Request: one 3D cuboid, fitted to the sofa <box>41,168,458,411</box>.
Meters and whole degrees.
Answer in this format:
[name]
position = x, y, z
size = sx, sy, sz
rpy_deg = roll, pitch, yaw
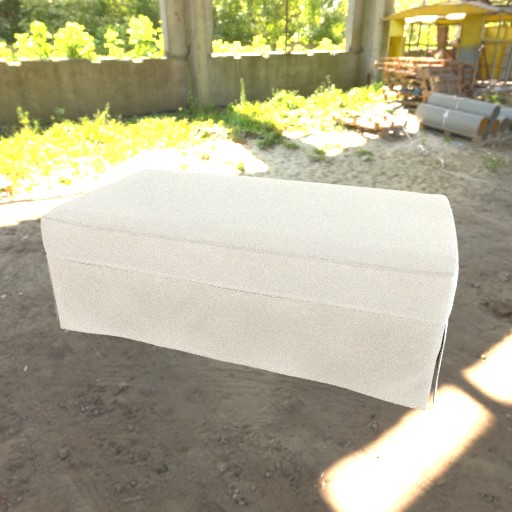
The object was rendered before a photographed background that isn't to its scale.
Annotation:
[sofa]
position = 0.000, 0.000, 2.072
size = 1.677, 0.552, 0.939
rpy_deg = 8, 27, 17
